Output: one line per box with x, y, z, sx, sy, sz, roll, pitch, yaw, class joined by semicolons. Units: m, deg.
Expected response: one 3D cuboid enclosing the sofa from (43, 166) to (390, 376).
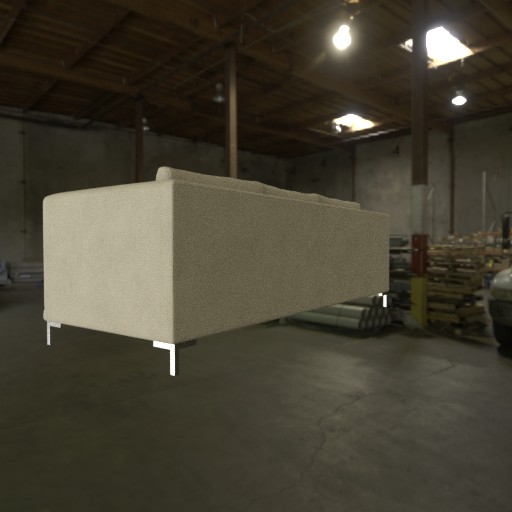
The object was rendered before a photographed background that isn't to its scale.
0.000;0.000;2.950;0.969;0.867;2.415;1;2;36;sofa
